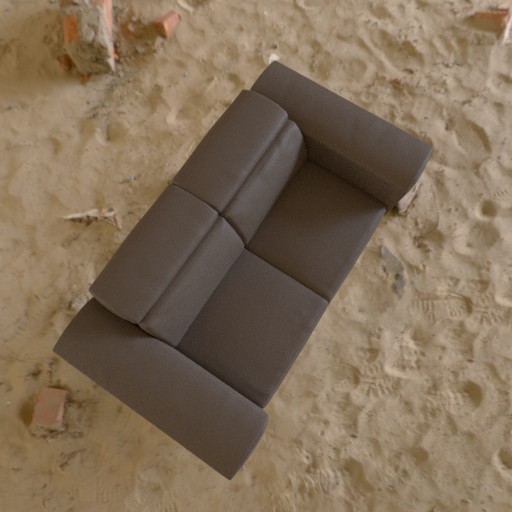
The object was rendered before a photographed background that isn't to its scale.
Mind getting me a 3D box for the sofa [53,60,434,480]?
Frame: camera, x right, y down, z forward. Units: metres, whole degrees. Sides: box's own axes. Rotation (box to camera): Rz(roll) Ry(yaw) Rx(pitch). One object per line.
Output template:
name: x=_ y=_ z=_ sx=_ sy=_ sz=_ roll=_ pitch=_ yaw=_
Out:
sofa: x=0.000 y=0.000 z=2.359 sx=1.003 sy=0.779 sz=1.895 roll=32 pitch=77 yaw=9
